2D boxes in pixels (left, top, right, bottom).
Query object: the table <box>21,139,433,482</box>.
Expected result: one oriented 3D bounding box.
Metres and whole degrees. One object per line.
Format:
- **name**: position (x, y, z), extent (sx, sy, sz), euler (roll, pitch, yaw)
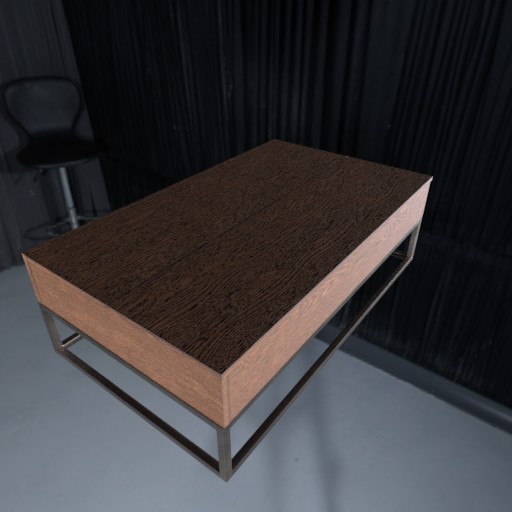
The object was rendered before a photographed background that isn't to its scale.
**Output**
- **table**: position (0.000, 0.000, 1.487), extent (0.719, 0.361, 1.167), euler (22, 39, 30)
